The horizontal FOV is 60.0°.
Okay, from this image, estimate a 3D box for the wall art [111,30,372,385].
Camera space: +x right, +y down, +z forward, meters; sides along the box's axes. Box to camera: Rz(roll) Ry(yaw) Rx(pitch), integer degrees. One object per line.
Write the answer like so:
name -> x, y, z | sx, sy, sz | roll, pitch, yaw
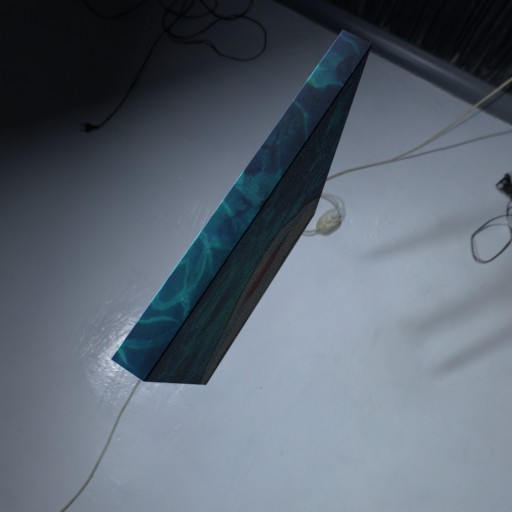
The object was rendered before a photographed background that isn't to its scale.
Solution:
wall art -> 0.000, 0.000, 0.691 | 0.038, 0.508, 0.432 | 31, 76, 9
